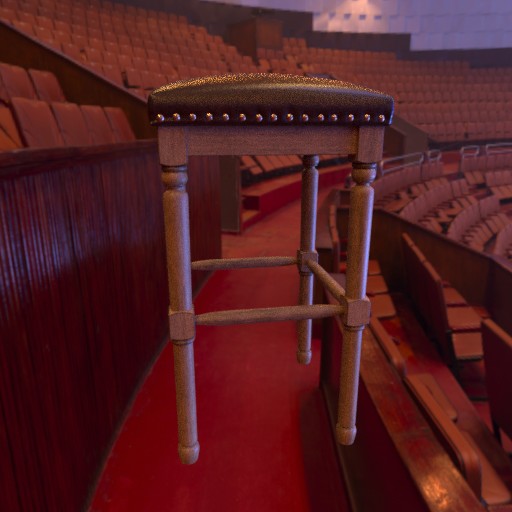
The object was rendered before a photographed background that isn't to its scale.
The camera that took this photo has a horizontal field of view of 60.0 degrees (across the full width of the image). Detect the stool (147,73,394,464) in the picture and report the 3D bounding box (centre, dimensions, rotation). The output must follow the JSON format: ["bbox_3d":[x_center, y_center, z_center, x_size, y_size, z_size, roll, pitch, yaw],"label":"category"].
[{"bbox_3d":[0.000,0.000,0.924,0.383,0.702,0.382,-3,17,-9],"label":"stool"}]
